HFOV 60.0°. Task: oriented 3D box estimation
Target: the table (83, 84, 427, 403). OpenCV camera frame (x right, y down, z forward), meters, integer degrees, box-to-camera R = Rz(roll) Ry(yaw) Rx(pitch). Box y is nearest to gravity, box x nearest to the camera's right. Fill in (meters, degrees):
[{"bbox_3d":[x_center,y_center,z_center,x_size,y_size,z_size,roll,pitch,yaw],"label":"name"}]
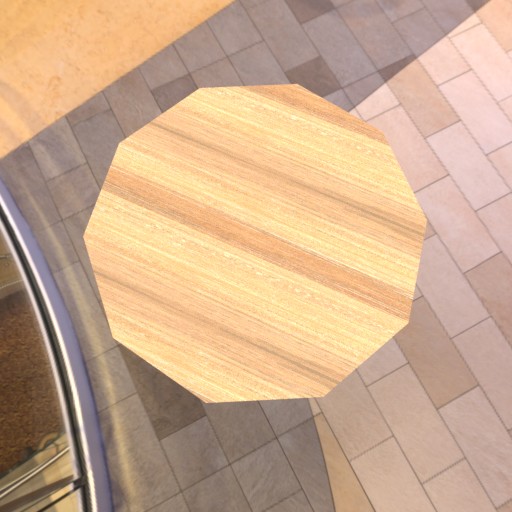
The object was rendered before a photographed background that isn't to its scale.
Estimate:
[{"bbox_3d":[0.000,0.000,1.891,1.186,0.752,1.186,0,75,0],"label":"table"}]
